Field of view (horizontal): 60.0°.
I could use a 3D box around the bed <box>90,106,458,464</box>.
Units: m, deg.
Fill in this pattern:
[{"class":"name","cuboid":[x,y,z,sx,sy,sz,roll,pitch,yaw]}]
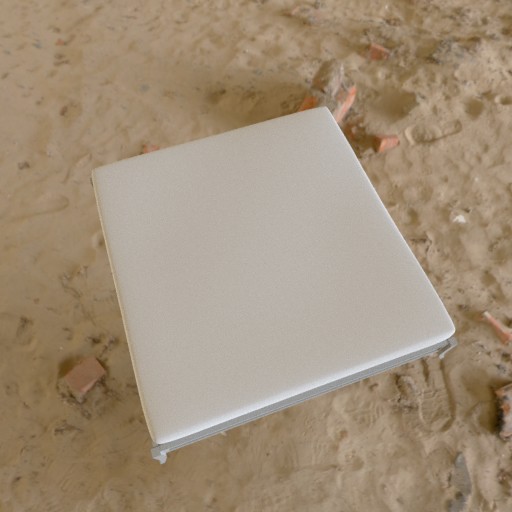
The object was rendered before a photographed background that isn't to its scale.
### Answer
[{"class":"bed","cuboid":[0.000,0.000,3.145,2.007,0.510,2.108,-17,64,-9]}]
